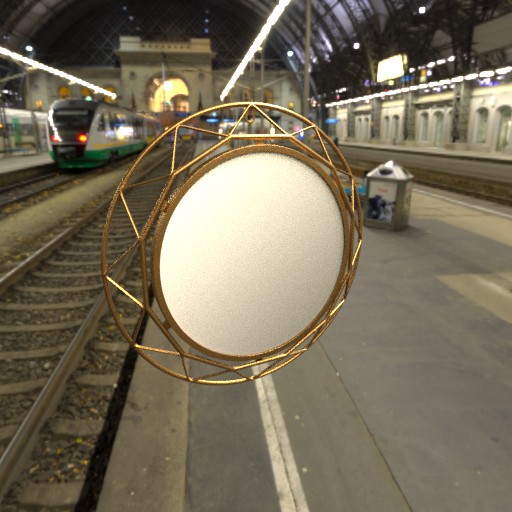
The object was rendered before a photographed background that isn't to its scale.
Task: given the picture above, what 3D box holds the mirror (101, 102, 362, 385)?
[{"bbox_3d":[0.000,0.000,0.687,0.454,0.454,0.043,-8,18,-27],"label":"mirror"}]
